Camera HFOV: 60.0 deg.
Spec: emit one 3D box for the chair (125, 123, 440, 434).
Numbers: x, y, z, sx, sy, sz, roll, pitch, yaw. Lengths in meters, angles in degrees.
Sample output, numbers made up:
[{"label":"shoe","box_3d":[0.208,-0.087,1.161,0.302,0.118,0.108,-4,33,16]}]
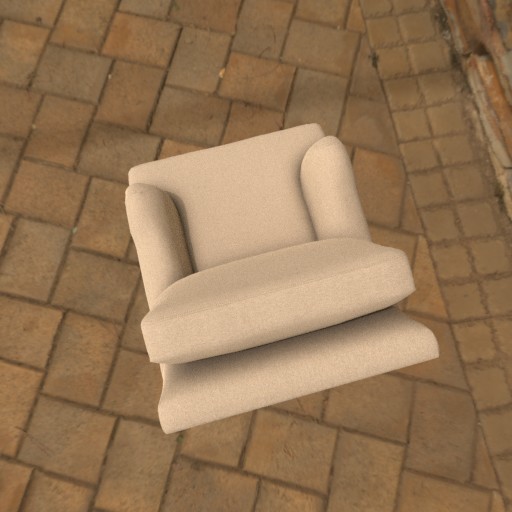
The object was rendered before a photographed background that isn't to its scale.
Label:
[{"label":"chair","box_3d":[0.000,0.000,1.809,0.895,1.076,1.078,-15,76,-4]}]
